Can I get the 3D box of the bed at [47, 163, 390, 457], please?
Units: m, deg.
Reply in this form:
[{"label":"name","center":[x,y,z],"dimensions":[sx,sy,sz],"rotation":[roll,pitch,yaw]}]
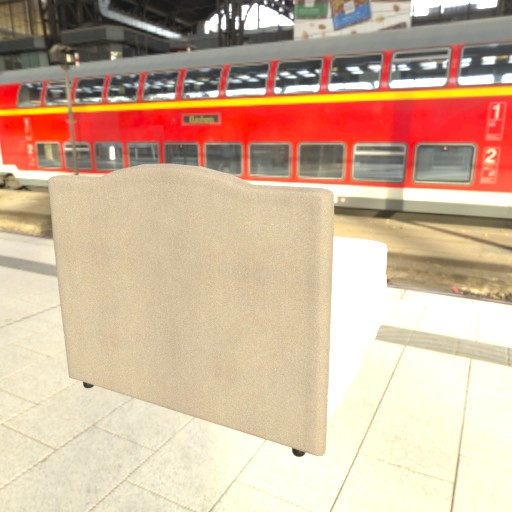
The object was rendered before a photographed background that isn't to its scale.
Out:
[{"label":"bed","center":[0.000,0.000,3.274],"dimensions":[1.744,1.441,2.128],"rotation":[7,17,25]}]
